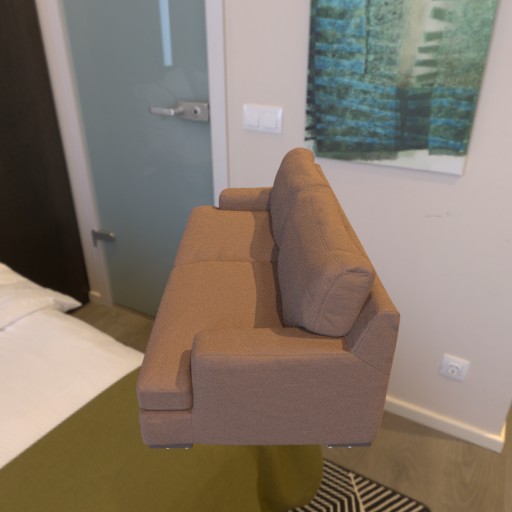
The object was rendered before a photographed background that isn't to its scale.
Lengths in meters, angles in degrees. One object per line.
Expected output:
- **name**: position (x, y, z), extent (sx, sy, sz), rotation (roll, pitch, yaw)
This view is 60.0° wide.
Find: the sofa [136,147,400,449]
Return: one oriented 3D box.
- **sofa**: position (0.000, 0.000, 2.883), extent (1.140, 0.950, 2.274), rotation (0, 27, -1)
